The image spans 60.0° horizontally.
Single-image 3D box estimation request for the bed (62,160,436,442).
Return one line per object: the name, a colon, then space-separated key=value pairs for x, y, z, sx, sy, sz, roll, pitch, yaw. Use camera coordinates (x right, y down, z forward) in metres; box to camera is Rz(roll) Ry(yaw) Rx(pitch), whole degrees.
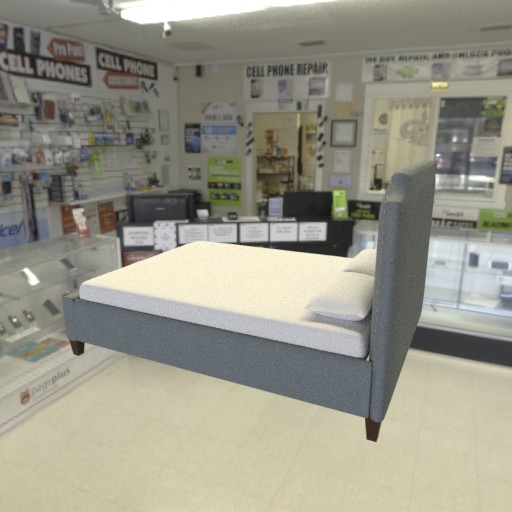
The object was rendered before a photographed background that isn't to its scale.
bed: x=0.000 y=0.000 z=3.408 sx=2.372 sy=1.443 sz=1.712 roll=7 pitch=16 yaw=25
